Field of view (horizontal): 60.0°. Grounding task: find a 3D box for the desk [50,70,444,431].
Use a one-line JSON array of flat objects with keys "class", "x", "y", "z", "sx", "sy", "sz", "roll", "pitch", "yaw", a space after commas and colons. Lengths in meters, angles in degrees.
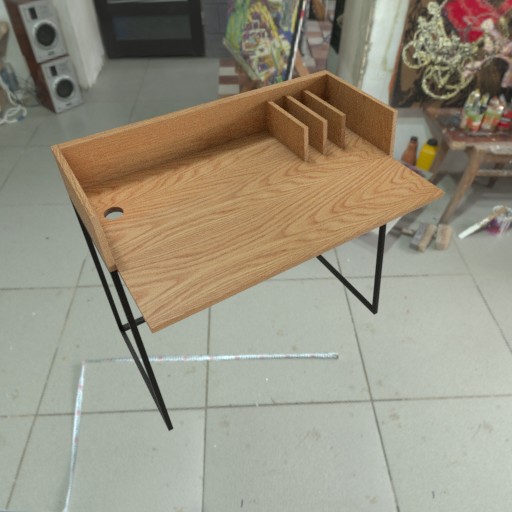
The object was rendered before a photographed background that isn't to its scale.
[{"class": "desk", "x": 0.000, "y": 0.000, "z": 1.889, "sx": 1.191, "sy": 1.061, "sz": 0.769, "roll": -24, "pitch": 50, "yaw": -22}]
